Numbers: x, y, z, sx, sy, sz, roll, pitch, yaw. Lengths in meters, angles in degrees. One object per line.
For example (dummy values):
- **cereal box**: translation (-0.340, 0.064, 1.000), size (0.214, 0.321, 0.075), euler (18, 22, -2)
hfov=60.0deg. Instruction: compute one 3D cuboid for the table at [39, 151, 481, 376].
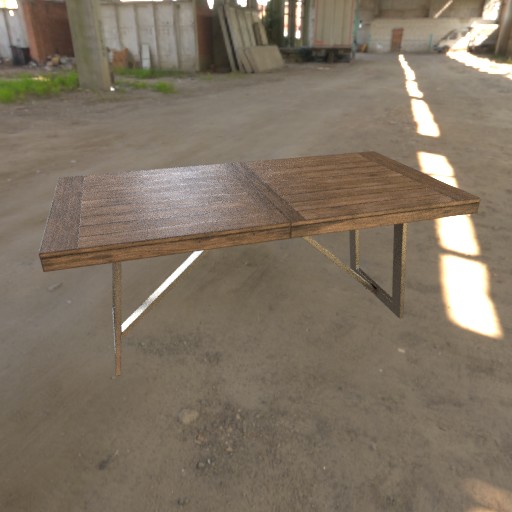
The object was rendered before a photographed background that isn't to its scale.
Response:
- **table**: translation (0.000, 0.000, 2.345), size (1.867, 0.757, 0.931), euler (-8, 28, -16)
